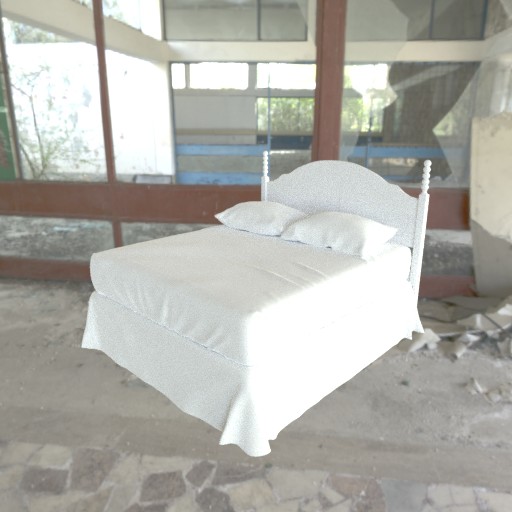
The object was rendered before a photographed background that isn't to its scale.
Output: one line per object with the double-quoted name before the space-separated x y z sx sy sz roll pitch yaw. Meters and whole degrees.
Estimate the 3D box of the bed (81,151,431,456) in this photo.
"bed" 0.000 0.000 3.257 1.873 1.356 2.040 15 23 41
